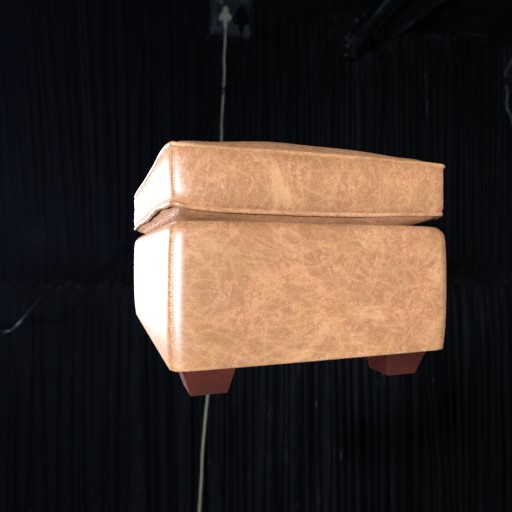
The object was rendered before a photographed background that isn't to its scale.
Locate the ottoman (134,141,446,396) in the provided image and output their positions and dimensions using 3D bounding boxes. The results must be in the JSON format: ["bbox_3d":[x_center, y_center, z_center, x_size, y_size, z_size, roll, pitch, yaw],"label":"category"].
[{"bbox_3d":[0.000,0.000,1.115,0.554,0.468,0.756,0,0,-19],"label":"ottoman"}]
